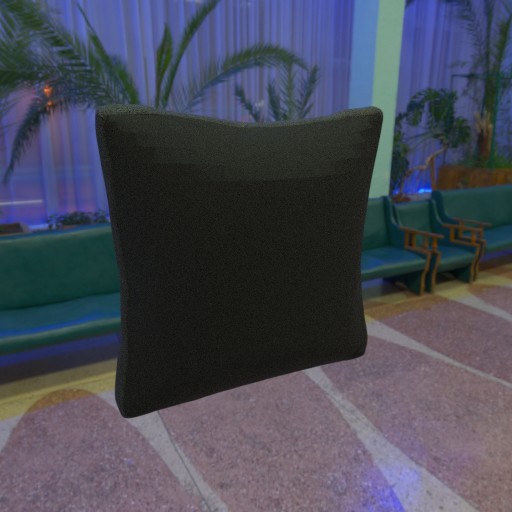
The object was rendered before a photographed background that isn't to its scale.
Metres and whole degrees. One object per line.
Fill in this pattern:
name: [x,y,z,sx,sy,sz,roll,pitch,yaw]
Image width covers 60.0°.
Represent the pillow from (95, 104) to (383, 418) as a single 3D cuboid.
pillow: [0.000,0.000,0.804,0.533,0.523,0.210,-8,18,-25]
